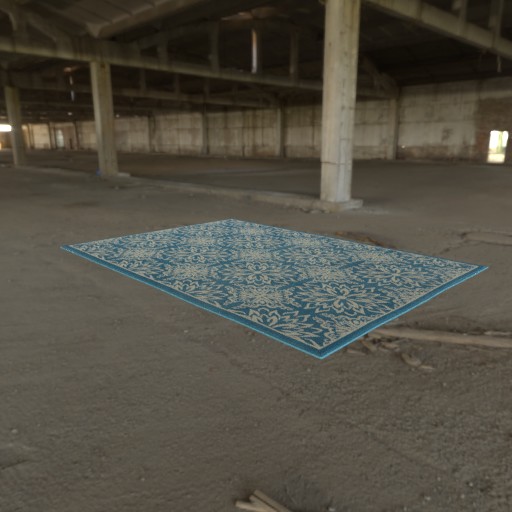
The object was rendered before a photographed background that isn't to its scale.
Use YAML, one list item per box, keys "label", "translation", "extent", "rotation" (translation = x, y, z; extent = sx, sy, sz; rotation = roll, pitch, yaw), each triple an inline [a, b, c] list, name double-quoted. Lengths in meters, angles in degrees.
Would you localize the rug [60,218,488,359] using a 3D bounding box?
- label: "rug"
  translation: [0.000, 0.000, 2.763]
  extent: [1.554, 0.012, 2.205]
  rotation: [-14, 20, -43]
